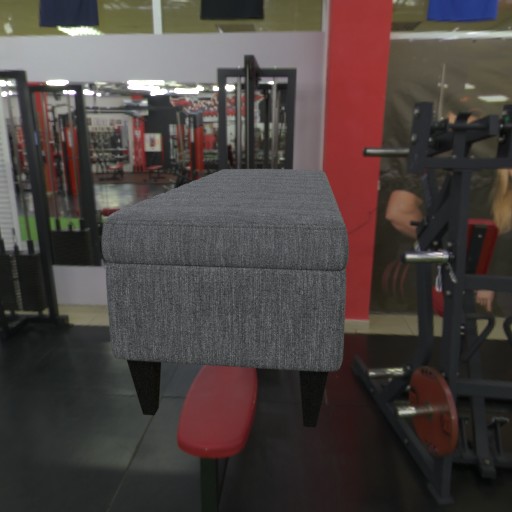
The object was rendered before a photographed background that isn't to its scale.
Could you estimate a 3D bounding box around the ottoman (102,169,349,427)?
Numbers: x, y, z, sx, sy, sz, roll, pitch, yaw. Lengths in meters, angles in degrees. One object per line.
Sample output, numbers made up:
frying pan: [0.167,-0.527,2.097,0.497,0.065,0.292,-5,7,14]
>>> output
ottoman: [0.000,0.000,1.413,0.482,0.469,1.151,2,15,7]
